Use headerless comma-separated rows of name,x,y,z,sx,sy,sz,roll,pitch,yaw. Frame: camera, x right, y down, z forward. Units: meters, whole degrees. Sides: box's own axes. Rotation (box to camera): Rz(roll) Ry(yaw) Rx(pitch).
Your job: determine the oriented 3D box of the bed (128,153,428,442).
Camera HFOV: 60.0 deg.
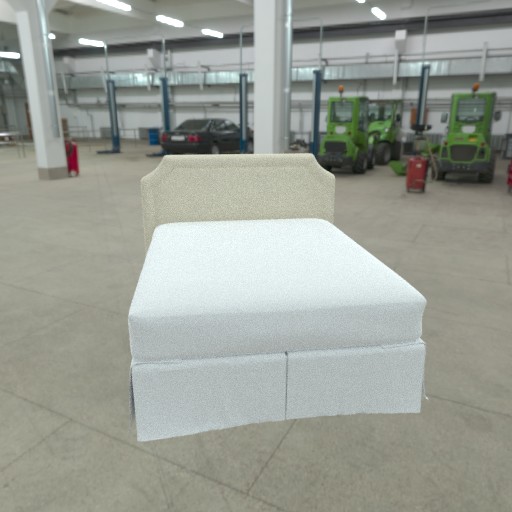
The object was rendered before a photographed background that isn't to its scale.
bed,0.000,0.000,3.266,1.827,1.296,2.209,-2,18,-8
